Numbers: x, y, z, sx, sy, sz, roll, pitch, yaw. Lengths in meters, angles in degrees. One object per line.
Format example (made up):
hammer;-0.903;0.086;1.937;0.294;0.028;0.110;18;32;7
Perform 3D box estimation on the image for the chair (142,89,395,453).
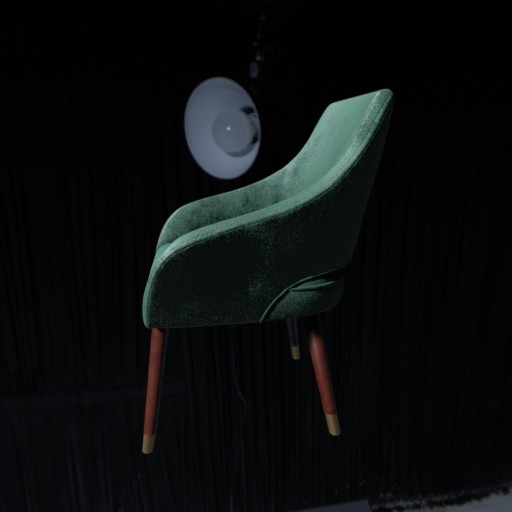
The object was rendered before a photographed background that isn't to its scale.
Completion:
chair;0.000;0.000;1.549;0.794;1.081;0.683;-2;14;-9
